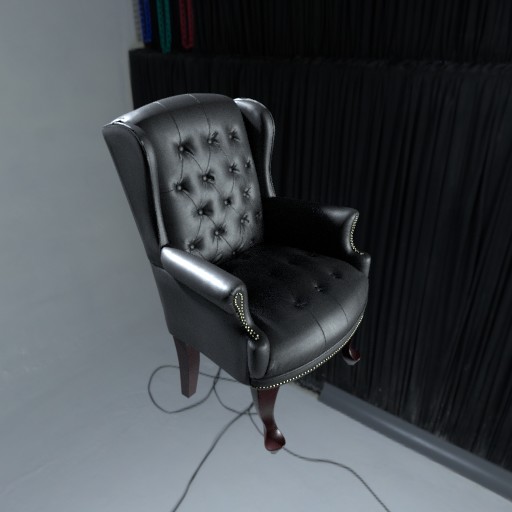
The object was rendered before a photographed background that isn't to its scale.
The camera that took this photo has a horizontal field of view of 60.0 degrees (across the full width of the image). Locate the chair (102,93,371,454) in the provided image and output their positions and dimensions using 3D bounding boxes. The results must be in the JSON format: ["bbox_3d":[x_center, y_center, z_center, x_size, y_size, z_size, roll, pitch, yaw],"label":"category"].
[{"bbox_3d":[0.000,0.000,1.711,0.822,1.133,0.831,19,33,33],"label":"chair"}]
